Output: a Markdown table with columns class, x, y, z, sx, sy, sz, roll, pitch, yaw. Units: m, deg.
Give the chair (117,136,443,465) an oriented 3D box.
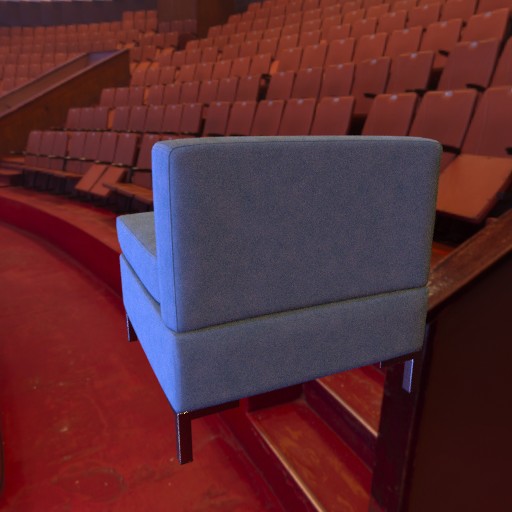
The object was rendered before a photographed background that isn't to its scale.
| class | x | y | z | sx | sy | sz | roll | pitch | yaw |
| --- | --- | --- | --- | --- | --- | --- | --- | --- | --- |
| chair | 0.000 | 0.000 | 1.253 | 0.684 | 0.660 | 0.685 | -7 | 17 | -24 |
